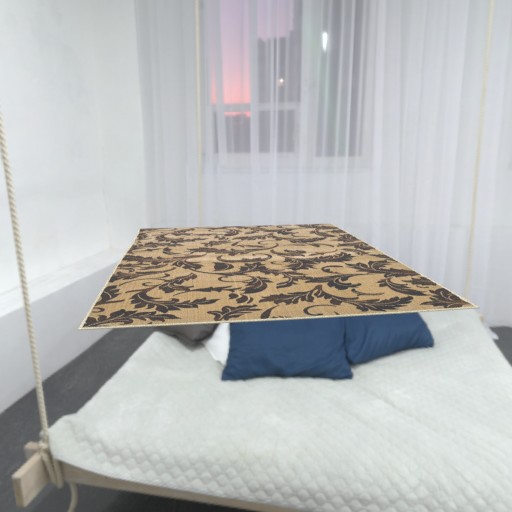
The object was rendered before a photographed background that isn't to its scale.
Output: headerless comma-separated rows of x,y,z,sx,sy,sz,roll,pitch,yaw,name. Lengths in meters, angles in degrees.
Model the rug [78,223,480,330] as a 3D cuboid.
0.000,0.000,3.979,2.380,0.008,2.977,-2,14,-8,rug
